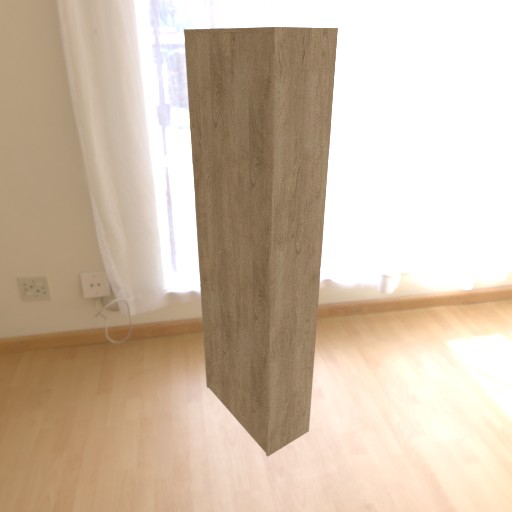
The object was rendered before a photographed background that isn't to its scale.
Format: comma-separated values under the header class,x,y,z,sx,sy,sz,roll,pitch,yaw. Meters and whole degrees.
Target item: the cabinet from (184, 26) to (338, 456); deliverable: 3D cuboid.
class,x,y,z,sx,sy,sz,roll,pitch,yaw
cabinet,0.000,0.000,1.785,0.250,1.630,0.520,-18,31,-31
